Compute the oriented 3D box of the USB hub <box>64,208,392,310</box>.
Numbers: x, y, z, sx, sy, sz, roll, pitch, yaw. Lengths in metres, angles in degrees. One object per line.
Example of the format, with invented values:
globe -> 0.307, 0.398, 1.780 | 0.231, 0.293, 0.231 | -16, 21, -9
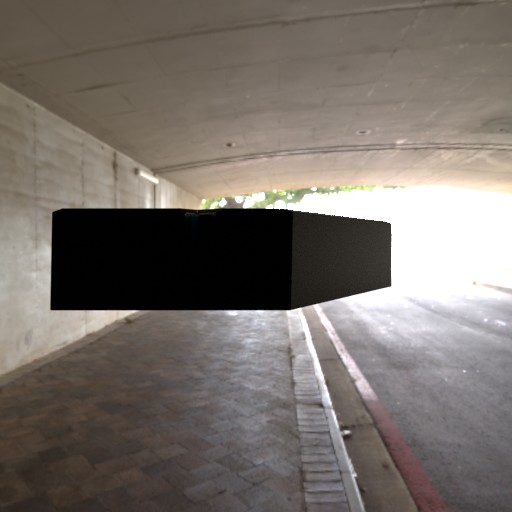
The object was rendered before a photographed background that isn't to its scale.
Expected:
USB hub -> 0.000, 0.000, 0.127 | 0.044, 0.023, 0.110 | 1, 2, 36
